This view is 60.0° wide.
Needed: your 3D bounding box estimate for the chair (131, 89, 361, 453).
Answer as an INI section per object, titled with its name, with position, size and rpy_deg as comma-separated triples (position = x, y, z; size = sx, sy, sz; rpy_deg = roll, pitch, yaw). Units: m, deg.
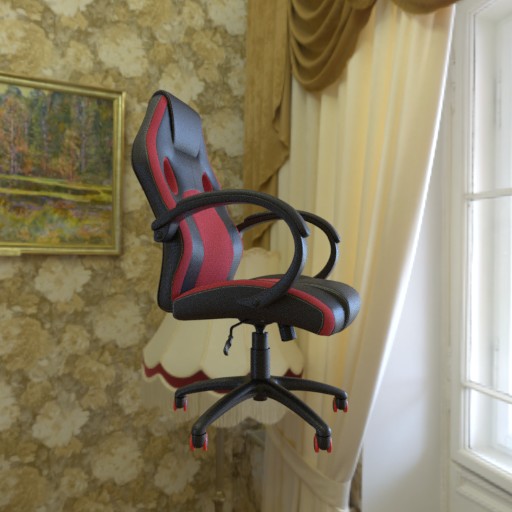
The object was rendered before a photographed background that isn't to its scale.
[chair]
position = 0.000, 0.000, 1.591
size = 0.724, 1.187, 0.673
rpy_deg = 0, 0, 19
